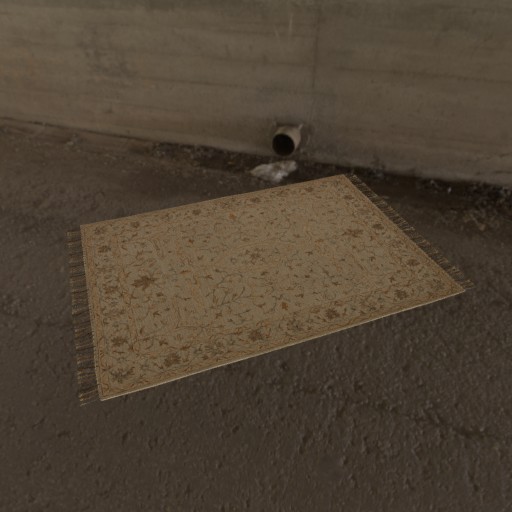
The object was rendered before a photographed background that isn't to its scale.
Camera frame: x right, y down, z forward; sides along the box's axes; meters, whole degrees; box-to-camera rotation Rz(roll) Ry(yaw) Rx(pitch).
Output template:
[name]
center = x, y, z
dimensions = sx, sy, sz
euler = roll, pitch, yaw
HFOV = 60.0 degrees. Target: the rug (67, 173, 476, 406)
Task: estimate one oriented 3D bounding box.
[rug]
center = 0.000, 0.000, 2.342
dimensions = 1.861, 0.017, 1.218
euler = -13, 41, -16
